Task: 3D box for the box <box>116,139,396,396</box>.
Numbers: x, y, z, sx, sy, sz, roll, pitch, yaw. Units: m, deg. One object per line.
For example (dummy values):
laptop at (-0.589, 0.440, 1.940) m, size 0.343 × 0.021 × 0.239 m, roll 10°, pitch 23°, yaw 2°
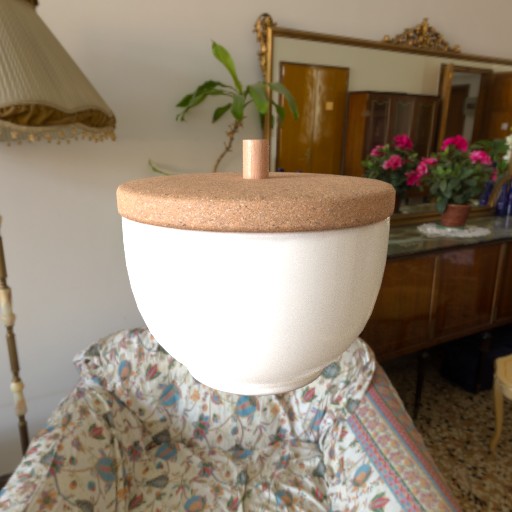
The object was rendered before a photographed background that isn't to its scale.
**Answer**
box at (0.000, 0.000, 0.185) m, size 0.107 × 0.094 × 0.107 m, roll 0°, pitch 14°, yaw 0°
